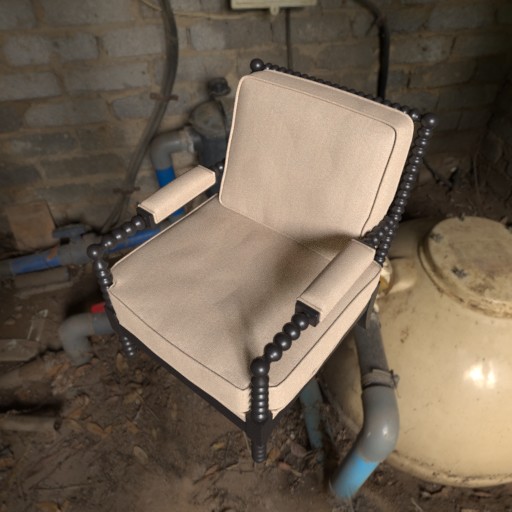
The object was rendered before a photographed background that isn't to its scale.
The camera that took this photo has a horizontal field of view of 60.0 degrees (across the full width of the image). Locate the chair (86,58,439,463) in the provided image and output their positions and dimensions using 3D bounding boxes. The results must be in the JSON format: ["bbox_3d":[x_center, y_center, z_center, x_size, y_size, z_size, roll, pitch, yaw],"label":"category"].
[{"bbox_3d":[0.000,0.000,1.145,0.555,0.703,0.657,29,52,26],"label":"chair"}]
